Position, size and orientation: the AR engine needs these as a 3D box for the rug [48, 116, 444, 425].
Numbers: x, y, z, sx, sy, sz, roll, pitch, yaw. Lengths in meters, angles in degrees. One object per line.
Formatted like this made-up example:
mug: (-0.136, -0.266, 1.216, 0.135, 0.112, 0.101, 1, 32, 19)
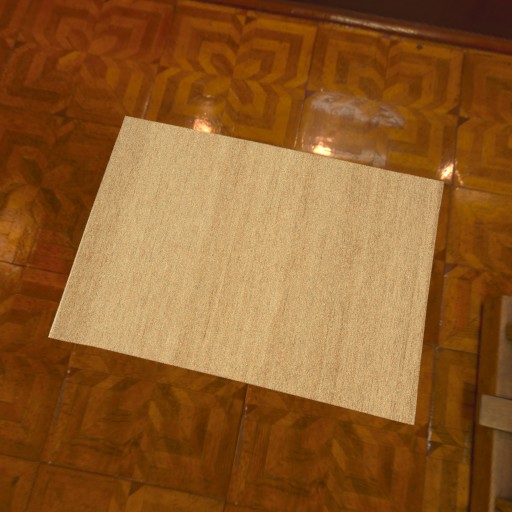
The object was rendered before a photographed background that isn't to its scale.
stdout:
rug: (0.000, 0.000, 2.876, 2.283, 0.030, 1.596, 13, 76, 3)
